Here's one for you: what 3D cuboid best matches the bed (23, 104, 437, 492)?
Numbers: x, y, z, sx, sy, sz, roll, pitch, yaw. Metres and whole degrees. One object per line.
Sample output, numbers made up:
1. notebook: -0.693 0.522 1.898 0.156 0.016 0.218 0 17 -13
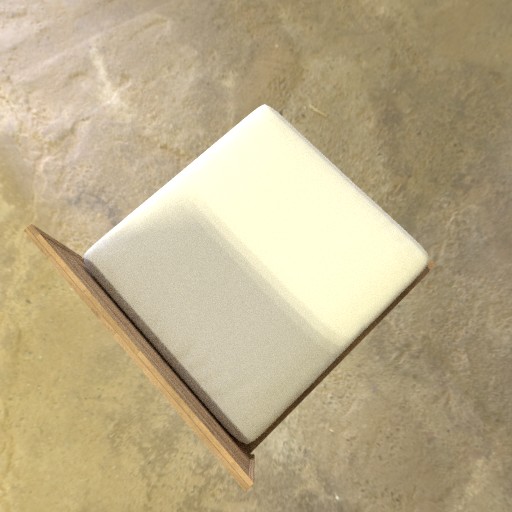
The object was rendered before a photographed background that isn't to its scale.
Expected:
1. bed: 0.000 0.000 3.390 2.167 1.100 2.116 -42 79 -10
